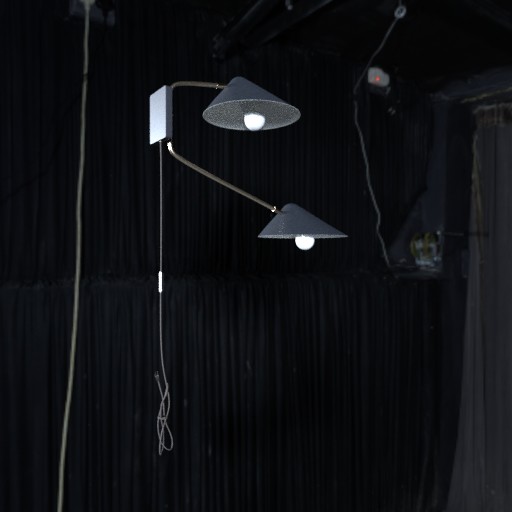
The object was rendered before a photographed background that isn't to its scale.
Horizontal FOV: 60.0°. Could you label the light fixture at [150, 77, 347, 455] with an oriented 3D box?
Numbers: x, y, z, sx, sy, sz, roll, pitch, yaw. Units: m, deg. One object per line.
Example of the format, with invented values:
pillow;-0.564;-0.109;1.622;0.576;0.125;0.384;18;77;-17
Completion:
light fixture;0.000;0.000;0.853;0.422;0.665;0.189;0;0;-36
